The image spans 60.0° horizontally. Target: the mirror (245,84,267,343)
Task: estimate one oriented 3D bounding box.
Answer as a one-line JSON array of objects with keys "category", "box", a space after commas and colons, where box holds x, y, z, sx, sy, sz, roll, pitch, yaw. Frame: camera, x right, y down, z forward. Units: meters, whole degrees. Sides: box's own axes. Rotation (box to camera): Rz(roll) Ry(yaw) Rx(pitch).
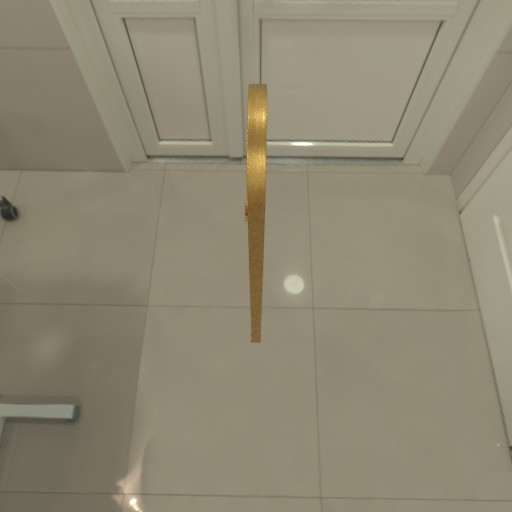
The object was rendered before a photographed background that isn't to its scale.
[{"category": "mirror", "box": [0.000, 0.000, 1.085, 0.032, 0.991, 0.222, 1, 64, 0]}]
